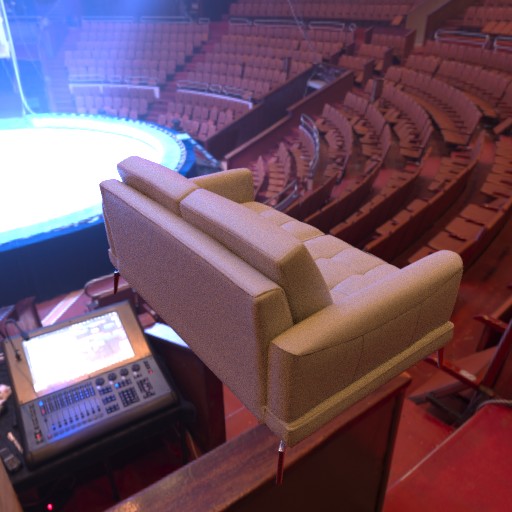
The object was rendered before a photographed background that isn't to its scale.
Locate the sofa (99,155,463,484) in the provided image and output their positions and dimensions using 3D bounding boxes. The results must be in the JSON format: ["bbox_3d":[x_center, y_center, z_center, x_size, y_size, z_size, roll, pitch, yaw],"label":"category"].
[{"bbox_3d":[0.000,0.000,2.408,1.121,0.930,1.819,-19,34,-32],"label":"sofa"}]
